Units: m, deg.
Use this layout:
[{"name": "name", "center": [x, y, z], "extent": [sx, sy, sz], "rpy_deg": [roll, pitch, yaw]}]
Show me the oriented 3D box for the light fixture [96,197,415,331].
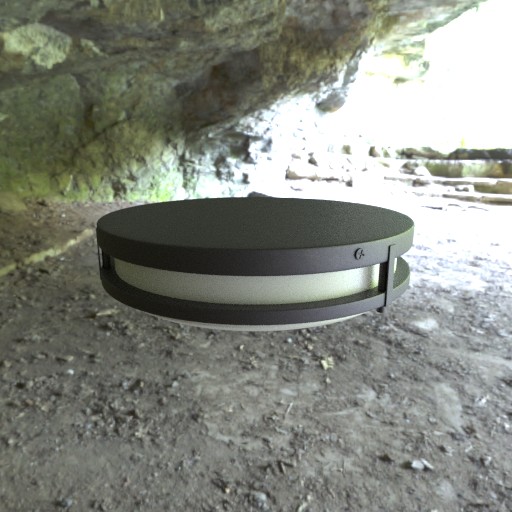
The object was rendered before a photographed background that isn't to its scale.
[{"name": "light fixture", "center": [0.000, 0.000, 0.534], "extent": [0.356, 0.102, 0.356], "rpy_deg": [0, 14, 0]}]
